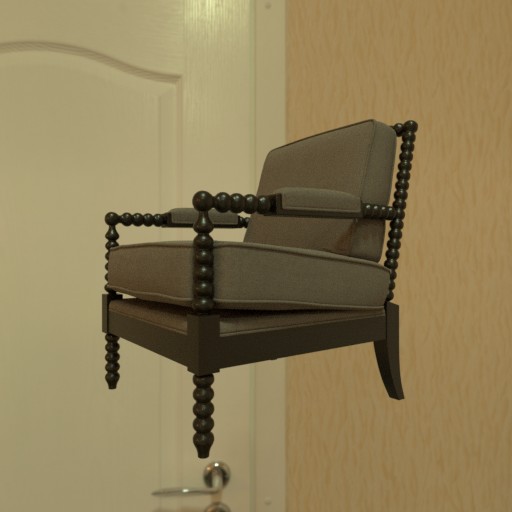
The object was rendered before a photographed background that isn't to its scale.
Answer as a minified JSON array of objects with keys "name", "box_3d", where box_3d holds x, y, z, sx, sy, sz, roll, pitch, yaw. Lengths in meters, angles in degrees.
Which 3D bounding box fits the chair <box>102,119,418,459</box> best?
[{"name":"chair","box_3d":[0.000,0.000,1.083,0.622,0.661,0.540,0,0,-36]}]
